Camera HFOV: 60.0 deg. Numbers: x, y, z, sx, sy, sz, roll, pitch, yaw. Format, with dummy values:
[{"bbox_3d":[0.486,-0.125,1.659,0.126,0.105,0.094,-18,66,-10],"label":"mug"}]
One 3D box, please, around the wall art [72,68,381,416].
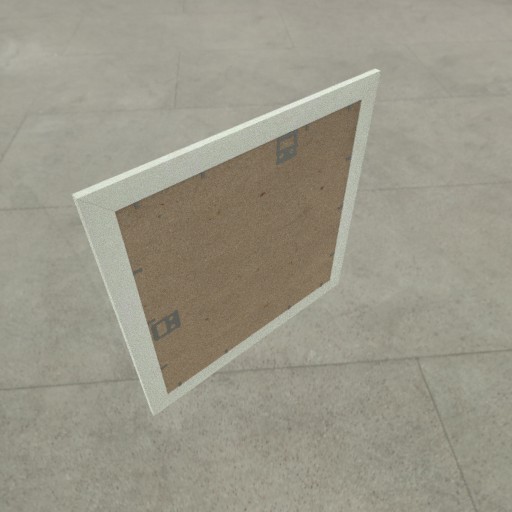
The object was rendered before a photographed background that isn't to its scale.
[{"bbox_3d":[0.000,0.000,0.885,0.584,0.584,0.013,-31,53,-27],"label":"wall art"}]
